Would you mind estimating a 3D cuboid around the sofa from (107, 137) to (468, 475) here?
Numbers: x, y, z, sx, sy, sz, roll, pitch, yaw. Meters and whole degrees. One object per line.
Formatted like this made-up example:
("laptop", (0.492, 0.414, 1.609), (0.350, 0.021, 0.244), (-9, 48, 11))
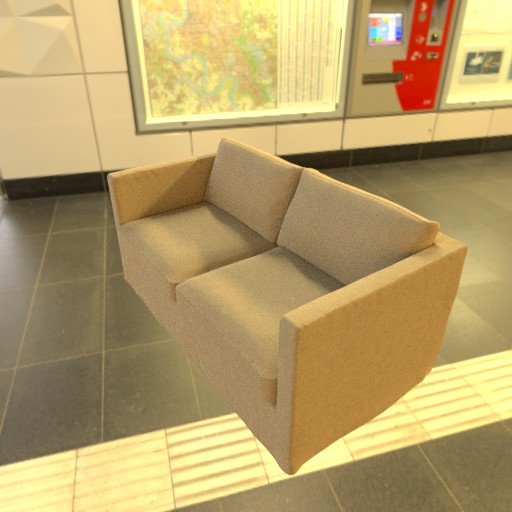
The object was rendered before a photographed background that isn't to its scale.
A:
("sofa", (0.000, 0.000, 2.305), (0.962, 0.835, 1.719), (-20, 36, -30))
